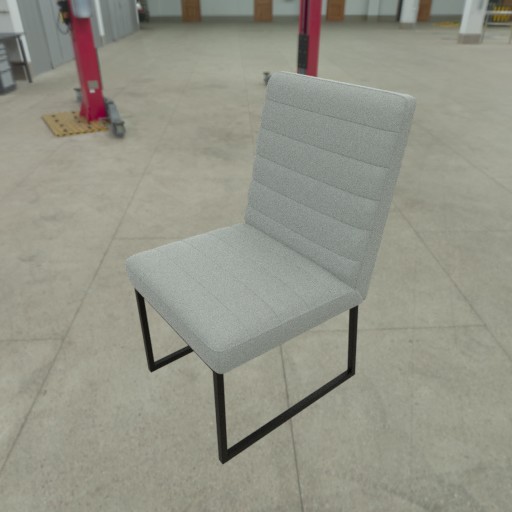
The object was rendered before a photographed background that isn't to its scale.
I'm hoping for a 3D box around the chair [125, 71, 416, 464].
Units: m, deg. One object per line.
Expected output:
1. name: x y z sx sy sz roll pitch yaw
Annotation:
1. chair: 0.000 0.000 1.319 0.634 0.930 0.520 -22 37 -32
